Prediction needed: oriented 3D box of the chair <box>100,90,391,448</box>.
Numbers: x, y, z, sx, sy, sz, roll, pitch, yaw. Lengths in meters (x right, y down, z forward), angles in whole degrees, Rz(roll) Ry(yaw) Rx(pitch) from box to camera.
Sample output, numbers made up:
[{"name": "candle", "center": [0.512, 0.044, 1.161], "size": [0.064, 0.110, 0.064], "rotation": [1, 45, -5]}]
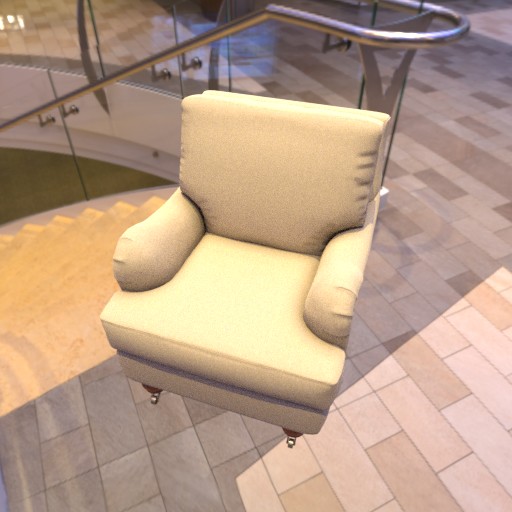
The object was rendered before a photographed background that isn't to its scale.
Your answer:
[{"name": "chair", "center": [0.000, 0.000, 1.844], "size": [0.895, 1.076, 1.078], "rotation": [12, 43, 14]}]
